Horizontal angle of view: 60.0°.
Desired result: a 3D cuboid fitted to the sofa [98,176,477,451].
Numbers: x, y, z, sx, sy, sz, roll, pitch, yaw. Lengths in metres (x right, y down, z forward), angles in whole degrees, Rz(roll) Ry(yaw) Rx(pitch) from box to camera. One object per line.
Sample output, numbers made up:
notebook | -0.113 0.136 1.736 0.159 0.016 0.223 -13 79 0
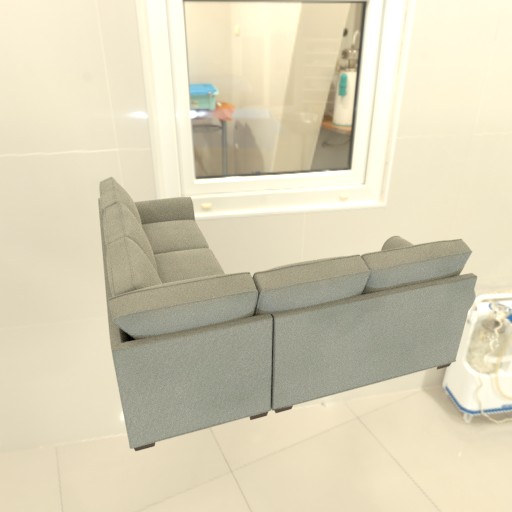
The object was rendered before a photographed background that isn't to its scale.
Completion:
sofa | 0.000 0.000 3.865 2.487 1.053 2.562 -9 29 -17
